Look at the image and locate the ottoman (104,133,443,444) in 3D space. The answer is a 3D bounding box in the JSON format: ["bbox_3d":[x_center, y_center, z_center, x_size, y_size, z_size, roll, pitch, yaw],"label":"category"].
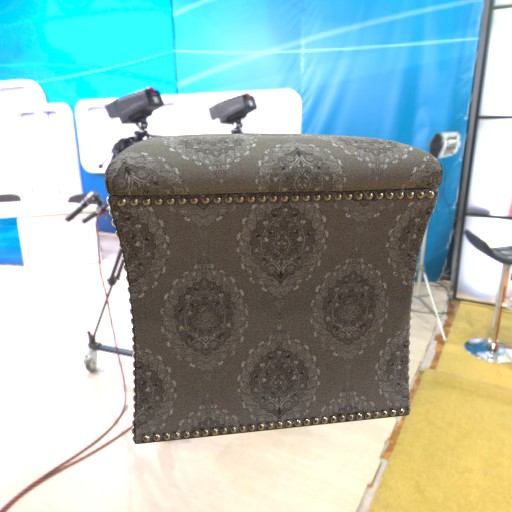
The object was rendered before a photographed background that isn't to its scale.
[{"bbox_3d":[0.000,0.000,0.888,0.497,0.473,0.507,-3,16,-9],"label":"ottoman"}]
